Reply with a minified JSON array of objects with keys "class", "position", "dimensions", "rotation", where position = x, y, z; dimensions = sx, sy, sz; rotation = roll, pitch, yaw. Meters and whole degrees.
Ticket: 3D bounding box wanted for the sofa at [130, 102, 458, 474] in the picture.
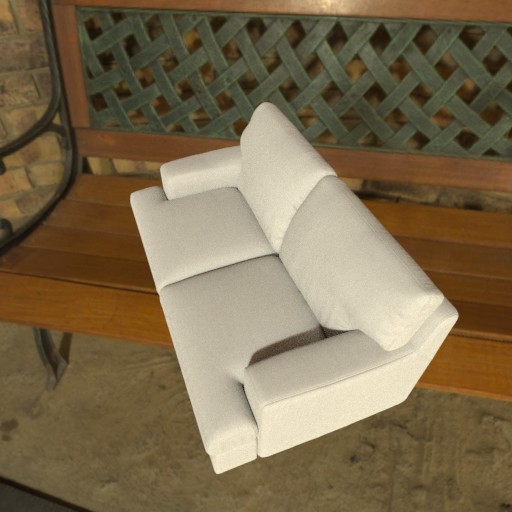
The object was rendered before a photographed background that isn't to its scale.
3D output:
[{"class":"sofa","position":[0.000,0.000,2.495],"dimensions":[1.143,0.940,1.880],"rotation":[-15,47,-15]}]
